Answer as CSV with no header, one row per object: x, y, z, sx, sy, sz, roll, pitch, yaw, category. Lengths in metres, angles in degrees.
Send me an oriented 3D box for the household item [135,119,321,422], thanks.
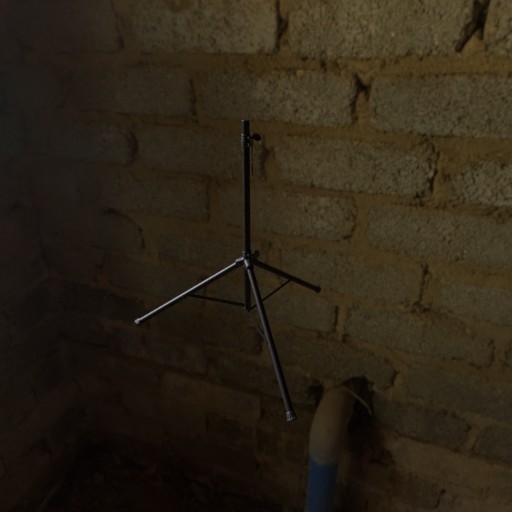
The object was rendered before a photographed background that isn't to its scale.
0.000,0.000,2.805,1.596,1.595,1.339,-8,29,-16,household item
